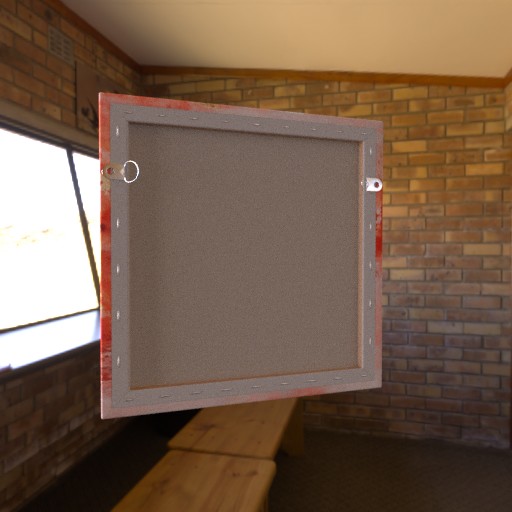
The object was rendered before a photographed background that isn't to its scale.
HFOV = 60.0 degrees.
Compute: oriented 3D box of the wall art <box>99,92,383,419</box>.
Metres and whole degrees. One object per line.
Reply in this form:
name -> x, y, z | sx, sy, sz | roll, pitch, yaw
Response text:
wall art -> 0.000, 0.000, 1.323 | 0.878, 0.878, 0.066 | 0, 1, -18
